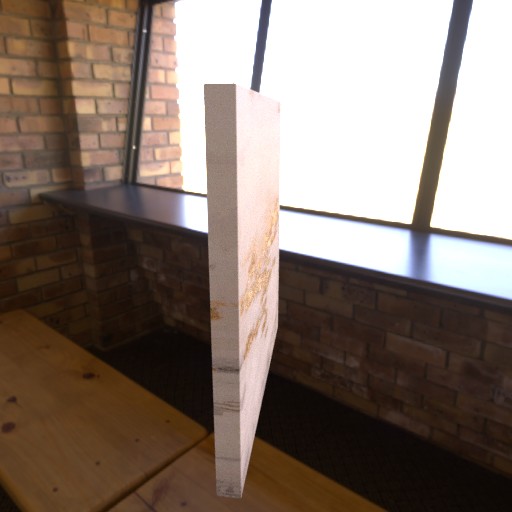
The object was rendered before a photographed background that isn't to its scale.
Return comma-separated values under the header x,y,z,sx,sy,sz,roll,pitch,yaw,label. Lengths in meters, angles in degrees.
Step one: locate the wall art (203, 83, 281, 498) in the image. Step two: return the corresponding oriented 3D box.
x,y,z,sx,sy,sz,roll,pitch,yaw,label
0.000,0.000,0.899,0.040,0.613,0.611,2,17,8,wall art
